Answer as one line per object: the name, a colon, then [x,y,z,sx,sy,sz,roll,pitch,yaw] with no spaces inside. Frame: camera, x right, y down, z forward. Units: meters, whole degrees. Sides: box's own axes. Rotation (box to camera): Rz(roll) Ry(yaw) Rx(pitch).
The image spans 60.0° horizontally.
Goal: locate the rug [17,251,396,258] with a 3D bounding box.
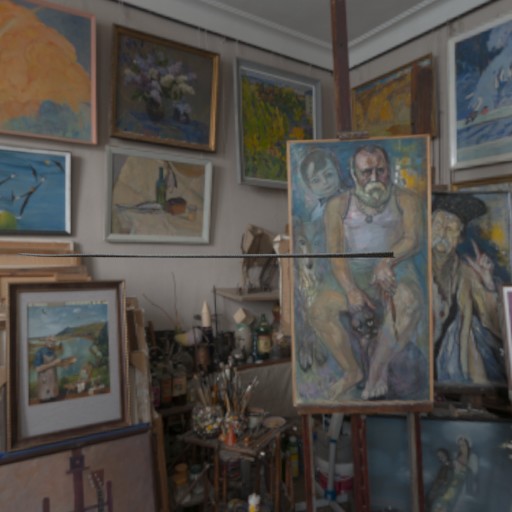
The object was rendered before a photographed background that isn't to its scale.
rug: [0.000,0.000,3.915,2.343,0.026,2.925,0,0,18]
